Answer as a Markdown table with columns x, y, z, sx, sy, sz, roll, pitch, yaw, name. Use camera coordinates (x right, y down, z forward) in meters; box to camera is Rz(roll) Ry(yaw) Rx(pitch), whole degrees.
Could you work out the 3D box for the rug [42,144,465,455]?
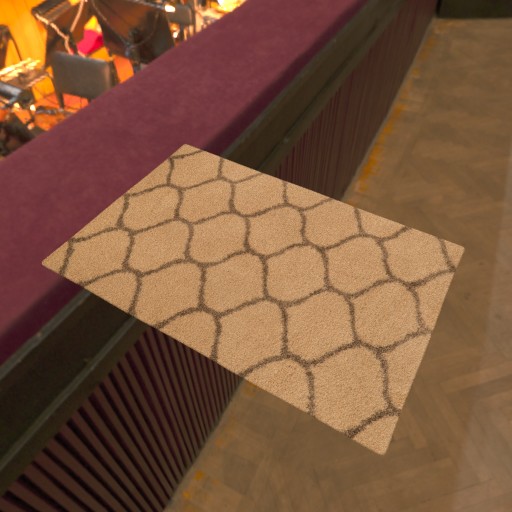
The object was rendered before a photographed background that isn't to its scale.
| x | y | z | sx | sy | sz | roll | pitch | yaw | name |
| --- | --- | --- | --- | --- | --- | --- | --- | --- | --- |
| 0.000 | 0.000 | 3.382 | 2.701 | 0.026 | 1.801 | 24 | 53 | 20 | rug |
